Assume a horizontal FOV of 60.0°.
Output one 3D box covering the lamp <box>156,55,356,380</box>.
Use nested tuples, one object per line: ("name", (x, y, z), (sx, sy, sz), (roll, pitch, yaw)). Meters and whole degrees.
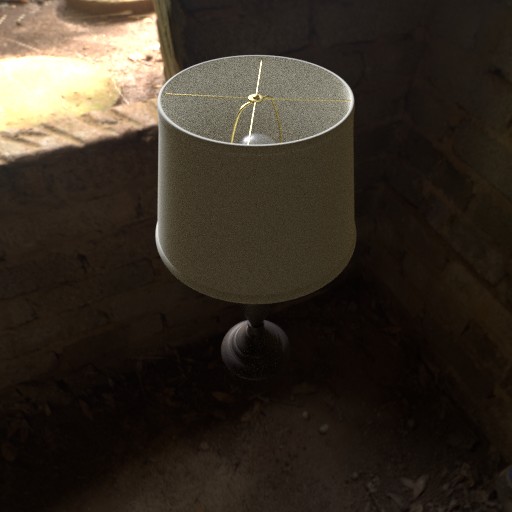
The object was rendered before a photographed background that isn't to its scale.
("lamp", (0.000, 0.000, 0.802), (0.335, 0.611, 0.335), (0, 46, 0))
